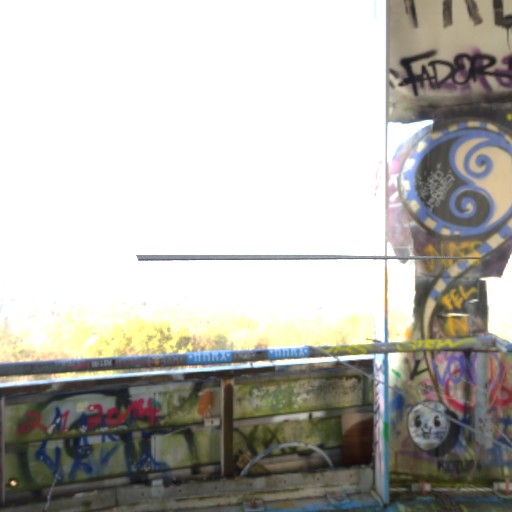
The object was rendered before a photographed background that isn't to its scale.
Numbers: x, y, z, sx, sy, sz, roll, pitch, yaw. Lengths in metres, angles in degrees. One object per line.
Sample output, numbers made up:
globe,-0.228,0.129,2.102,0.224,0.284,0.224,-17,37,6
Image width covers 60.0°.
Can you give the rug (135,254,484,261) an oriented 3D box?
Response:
rug,0.000,0.000,2.336,1.221,0.006,1.827,0,1,-15
